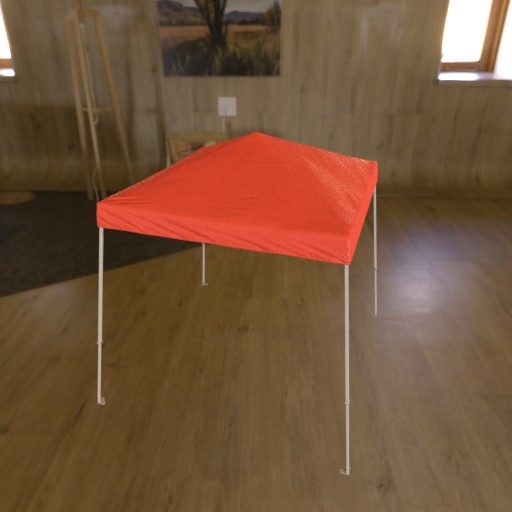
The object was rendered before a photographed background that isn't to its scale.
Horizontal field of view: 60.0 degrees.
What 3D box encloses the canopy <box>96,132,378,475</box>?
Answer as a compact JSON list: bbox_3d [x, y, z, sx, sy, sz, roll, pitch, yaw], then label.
[{"bbox_3d":[0.000,0.000,5.189,2.850,2.850,2.849,9,28,17],"label":"canopy"}]
